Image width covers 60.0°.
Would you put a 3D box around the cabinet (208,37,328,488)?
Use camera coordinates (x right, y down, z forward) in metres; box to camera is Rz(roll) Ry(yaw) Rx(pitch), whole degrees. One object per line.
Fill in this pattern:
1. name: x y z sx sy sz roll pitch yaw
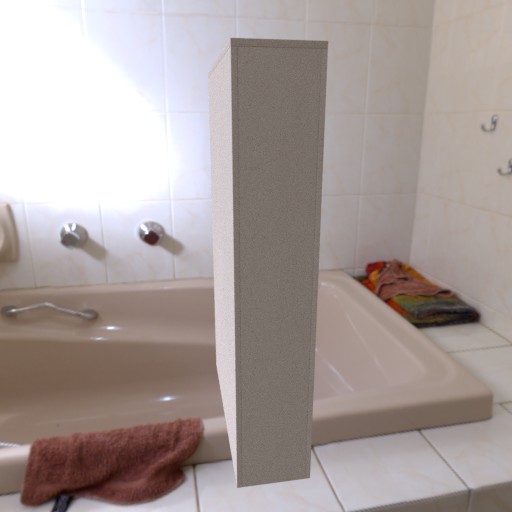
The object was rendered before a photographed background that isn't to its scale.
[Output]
1. cabinet: 0.000 0.000 1.577 0.250 1.280 0.750 -3 17 -9
